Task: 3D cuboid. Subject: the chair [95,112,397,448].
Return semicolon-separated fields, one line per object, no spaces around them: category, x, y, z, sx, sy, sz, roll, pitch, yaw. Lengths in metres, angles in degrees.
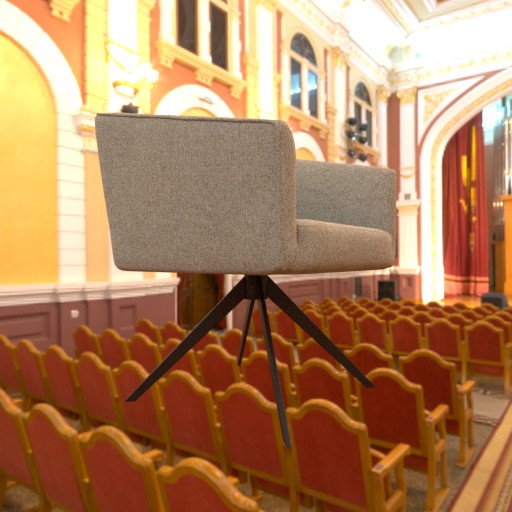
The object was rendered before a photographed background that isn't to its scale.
chair;0.000;0.000;1.225;0.623;0.760;0.628;0;0;37
